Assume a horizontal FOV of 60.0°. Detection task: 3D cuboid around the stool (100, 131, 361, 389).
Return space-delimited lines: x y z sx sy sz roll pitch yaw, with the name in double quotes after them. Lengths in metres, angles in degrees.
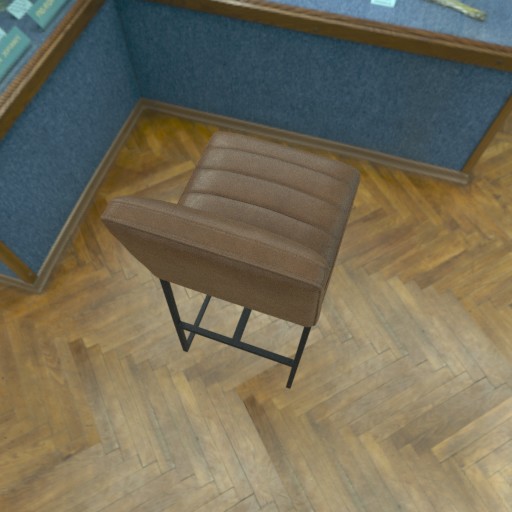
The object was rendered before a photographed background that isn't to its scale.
0.000 0.000 1.339 0.458 1.040 0.556 17 64 9 "stool"
